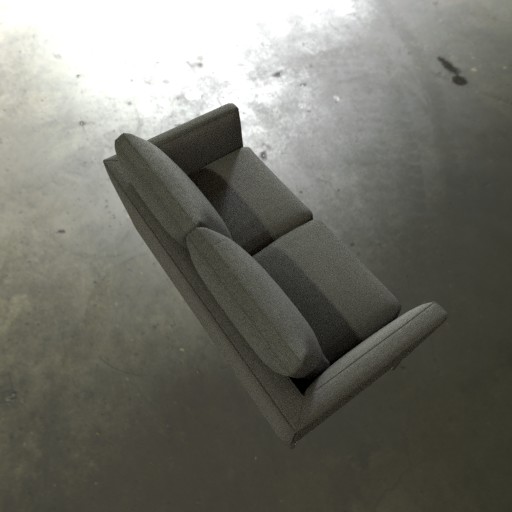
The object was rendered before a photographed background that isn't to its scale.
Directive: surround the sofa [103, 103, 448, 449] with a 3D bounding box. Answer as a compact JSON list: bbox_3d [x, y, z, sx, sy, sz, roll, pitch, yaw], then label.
[{"bbox_3d":[0.000,0.000,2.192,0.803,0.924,1.594,-31,63,-18],"label":"sofa"}]
